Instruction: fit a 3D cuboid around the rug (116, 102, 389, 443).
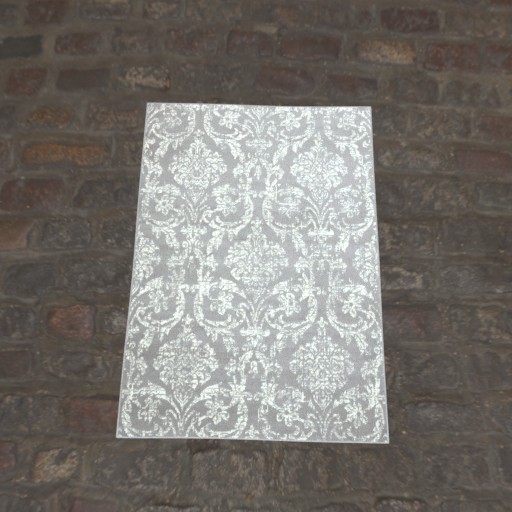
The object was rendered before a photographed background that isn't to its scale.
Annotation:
[{"bbox_3d":[0.000,0.000,2.838,1.578,0.014,2.206,1,75,0],"label":"rug"}]
